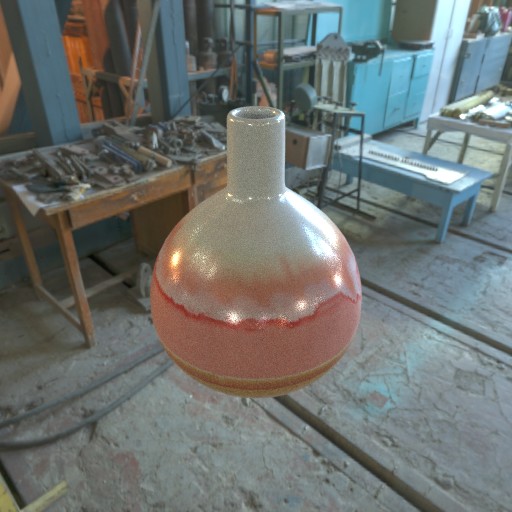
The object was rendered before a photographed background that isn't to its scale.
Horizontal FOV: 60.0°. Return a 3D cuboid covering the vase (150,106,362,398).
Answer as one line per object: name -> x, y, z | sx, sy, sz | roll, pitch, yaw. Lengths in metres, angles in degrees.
vase -> 0.000, 0.000, 0.278 | 0.137, 0.176, 0.137 | 0, 32, 0
